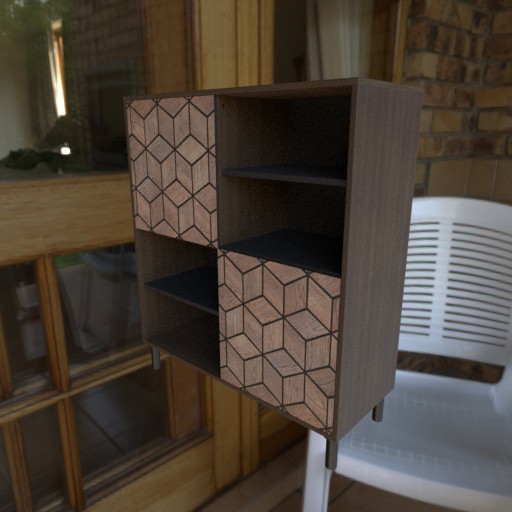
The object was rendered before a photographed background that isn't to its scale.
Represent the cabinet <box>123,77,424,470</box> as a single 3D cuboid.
[{"bbox_3d":[0.000,0.000,1.687,1.010,1.170,0.400,14,21,40],"label":"cabinet"}]
